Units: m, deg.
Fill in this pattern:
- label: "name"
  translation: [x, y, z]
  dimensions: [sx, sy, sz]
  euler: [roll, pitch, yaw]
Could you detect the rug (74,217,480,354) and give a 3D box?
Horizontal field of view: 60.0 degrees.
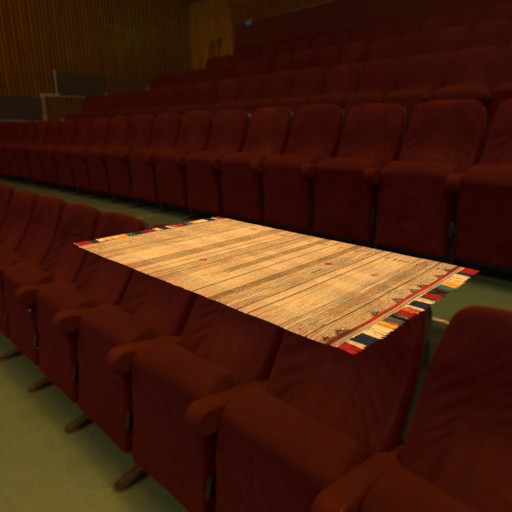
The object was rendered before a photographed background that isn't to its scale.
- label: "rug"
  translation: [0.000, 0.000, 3.016]
  dimensions: [2.465, 0.012, 1.465]
  euler: [15, 22, 42]
